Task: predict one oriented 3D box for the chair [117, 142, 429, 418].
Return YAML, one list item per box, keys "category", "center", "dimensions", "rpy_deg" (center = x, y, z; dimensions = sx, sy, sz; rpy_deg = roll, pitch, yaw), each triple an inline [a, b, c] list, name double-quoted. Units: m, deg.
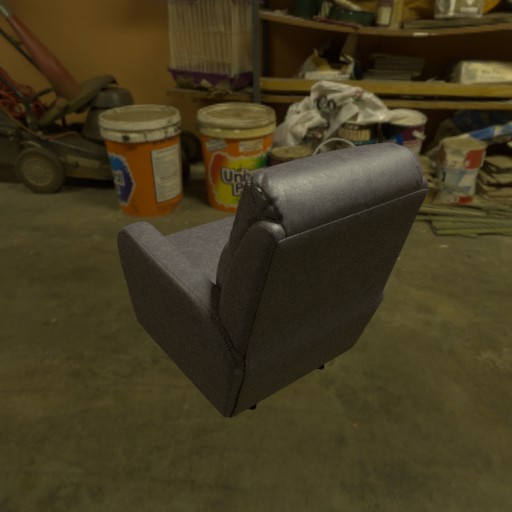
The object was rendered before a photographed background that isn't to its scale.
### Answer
- category: "chair"
  center: [0.000, 0.000, 1.854]
  dimensions: [0.865, 1.067, 1.067]
  rpy_deg: [-20, 36, -31]
